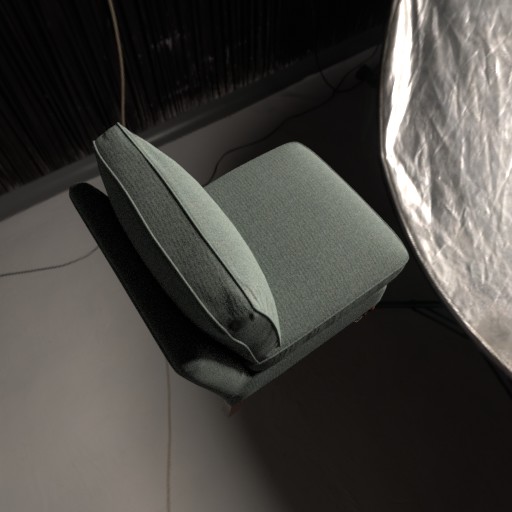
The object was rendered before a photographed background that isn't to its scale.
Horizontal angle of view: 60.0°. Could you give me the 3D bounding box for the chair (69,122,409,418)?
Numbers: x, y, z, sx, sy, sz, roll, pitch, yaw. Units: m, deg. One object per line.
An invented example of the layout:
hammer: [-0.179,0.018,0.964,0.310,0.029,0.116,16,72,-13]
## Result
chair: [0.000,0.000,1.415,0.796,0.901,0.624,-31,65,-16]
